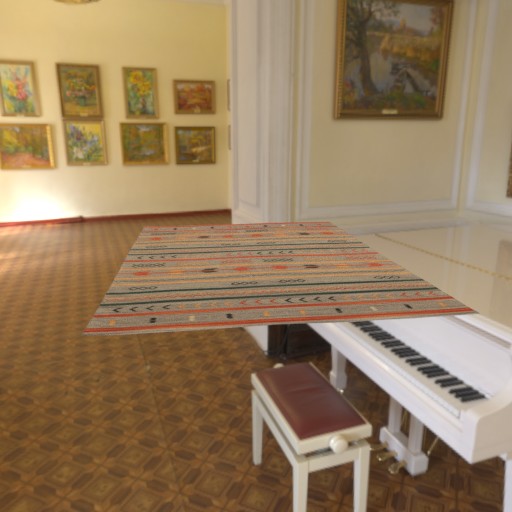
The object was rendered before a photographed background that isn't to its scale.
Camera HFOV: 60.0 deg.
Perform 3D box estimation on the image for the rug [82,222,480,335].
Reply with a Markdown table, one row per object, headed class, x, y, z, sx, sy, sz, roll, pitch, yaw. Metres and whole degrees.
| class | x | y | z | sx | sy | sz | roll | pitch | yaw |
| --- | --- | --- | --- | --- | --- | --- | --- | --- | --- |
| rug | 0.000 | 0.000 | 3.913 | 2.263 | 0.022 | 3.029 | -2 | 15 | -7 |
